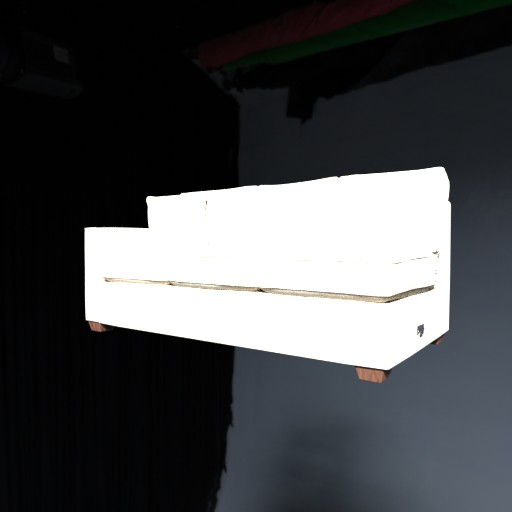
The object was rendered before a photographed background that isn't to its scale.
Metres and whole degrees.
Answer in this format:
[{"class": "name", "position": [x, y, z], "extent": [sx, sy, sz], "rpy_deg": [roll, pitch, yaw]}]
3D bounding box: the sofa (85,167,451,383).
[{"class": "sofa", "position": [0.000, 0.000, 2.601], "extent": [1.962, 0.946, 1.034], "rpy_deg": [1, 1, 36]}]
